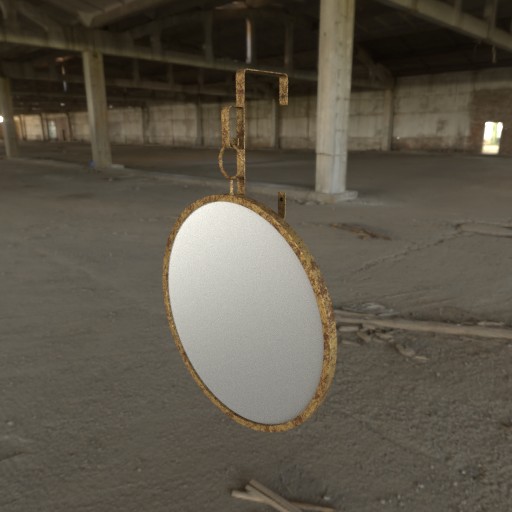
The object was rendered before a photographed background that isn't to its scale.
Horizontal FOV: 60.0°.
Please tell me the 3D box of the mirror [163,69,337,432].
[{"bbox_3d":[0.000,0.000,0.838,0.447,0.651,0.144,15,22,43],"label":"mirror"}]
